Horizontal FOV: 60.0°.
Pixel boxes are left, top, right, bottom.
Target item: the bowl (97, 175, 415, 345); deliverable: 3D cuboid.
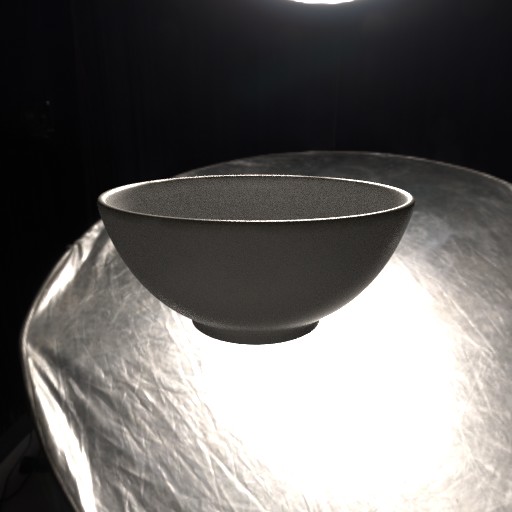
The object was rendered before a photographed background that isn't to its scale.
[{"bbox_3d":[0.000,0.000,0.411,0.268,0.121,0.268,0,16,0],"label":"bowl"}]
